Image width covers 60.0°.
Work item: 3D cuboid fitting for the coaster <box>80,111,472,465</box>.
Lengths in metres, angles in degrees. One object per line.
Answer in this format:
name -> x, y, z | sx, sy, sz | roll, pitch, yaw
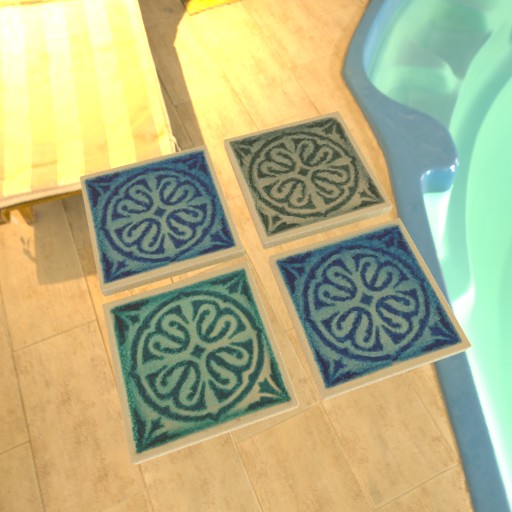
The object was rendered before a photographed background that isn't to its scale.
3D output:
coaster -> 0.000, 0.000, 0.317 | 0.219, 0.010, 0.214 | -16, 64, -8
